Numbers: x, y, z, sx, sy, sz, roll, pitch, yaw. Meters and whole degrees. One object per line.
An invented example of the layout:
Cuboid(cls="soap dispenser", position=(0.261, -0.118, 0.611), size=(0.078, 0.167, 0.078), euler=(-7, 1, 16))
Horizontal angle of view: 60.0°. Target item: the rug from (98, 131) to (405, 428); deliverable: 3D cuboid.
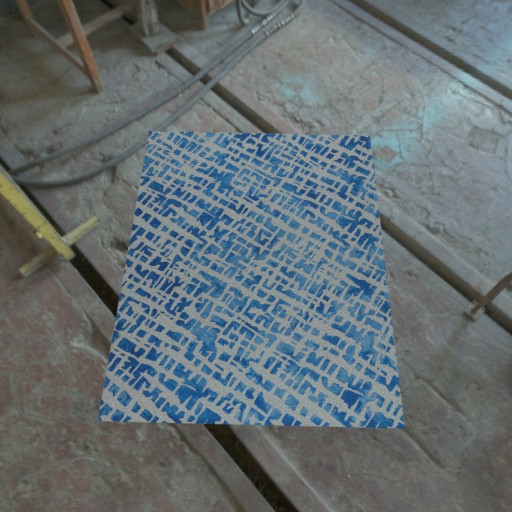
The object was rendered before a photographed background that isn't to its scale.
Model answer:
Cuboid(cls="rug", position=(0.000, 0.000, 4.182), size=(2.435, 0.007, 3.007), euler=(1, 63, 1))
